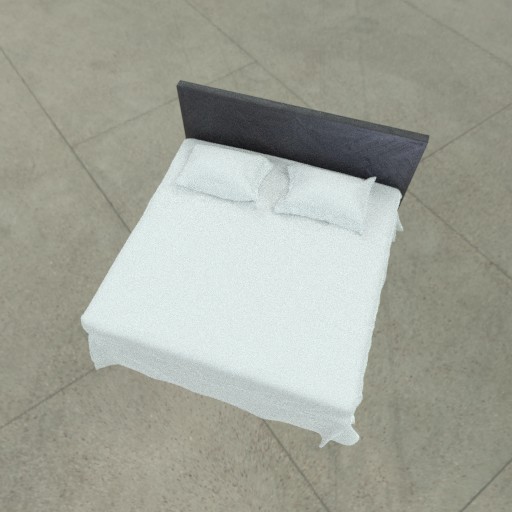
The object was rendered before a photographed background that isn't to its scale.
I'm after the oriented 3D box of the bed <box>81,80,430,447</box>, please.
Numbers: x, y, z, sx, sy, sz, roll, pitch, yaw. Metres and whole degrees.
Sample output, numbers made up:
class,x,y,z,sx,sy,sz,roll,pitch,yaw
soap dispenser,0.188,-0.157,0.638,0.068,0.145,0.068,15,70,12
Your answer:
class,x,y,z,sx,sy,sz,roll,pitch,yaw
bed,0.000,0.000,3.415,2.255,1.158,2.165,16,60,9
